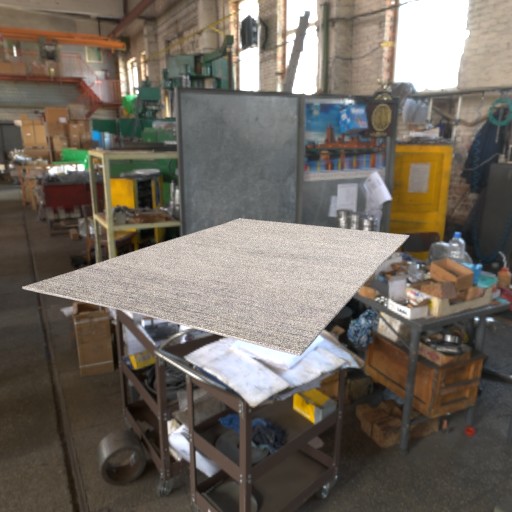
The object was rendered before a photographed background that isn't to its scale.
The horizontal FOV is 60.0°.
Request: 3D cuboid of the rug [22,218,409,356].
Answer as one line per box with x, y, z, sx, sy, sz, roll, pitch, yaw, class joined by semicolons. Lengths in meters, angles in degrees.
0.000;0.000;2.981;1.604;0.030;2.307;8;17;27;rug
